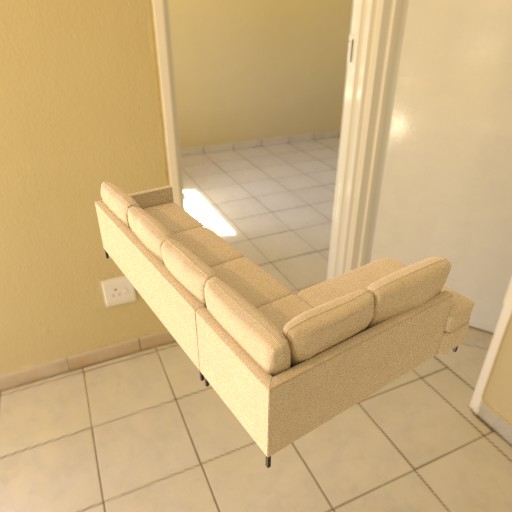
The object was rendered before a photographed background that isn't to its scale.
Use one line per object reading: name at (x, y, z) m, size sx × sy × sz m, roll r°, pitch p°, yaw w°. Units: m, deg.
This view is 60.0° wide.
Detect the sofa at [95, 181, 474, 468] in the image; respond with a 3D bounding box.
sofa at (0.000, 0.000, 4.315) m, size 2.048 × 0.996 × 3.384 m, roll -18°, pitch 34°, yaw -29°
